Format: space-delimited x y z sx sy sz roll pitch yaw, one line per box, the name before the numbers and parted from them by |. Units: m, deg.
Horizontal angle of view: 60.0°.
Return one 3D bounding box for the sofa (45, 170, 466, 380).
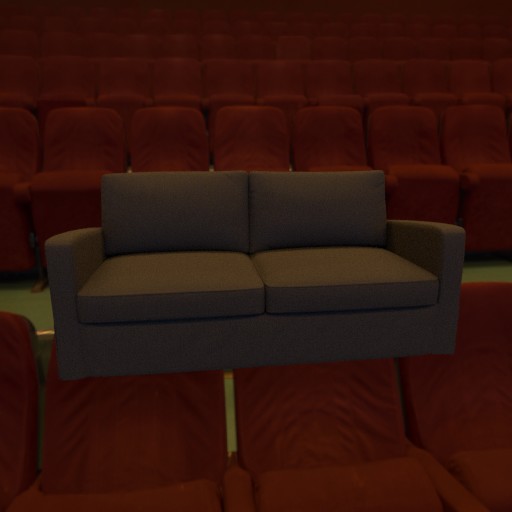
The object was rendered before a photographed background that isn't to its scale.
sofa | 0.000 0.000 2.325 1.852 0.839 0.898 -2 15 -7
